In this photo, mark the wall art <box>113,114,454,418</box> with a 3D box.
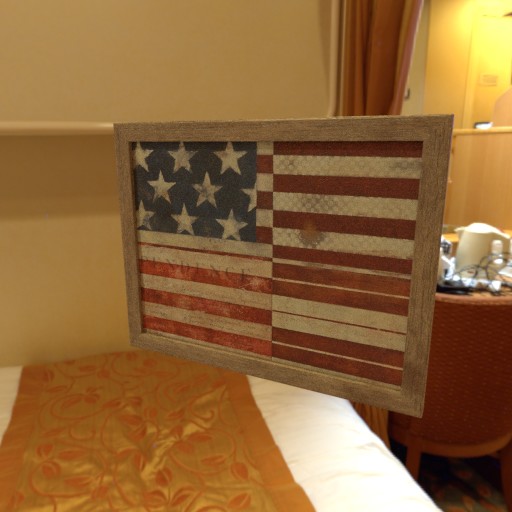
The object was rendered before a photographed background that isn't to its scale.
[{"bbox_3d":[0.000,0.000,0.906,0.690,0.535,0.026,7,16,25],"label":"wall art"}]
